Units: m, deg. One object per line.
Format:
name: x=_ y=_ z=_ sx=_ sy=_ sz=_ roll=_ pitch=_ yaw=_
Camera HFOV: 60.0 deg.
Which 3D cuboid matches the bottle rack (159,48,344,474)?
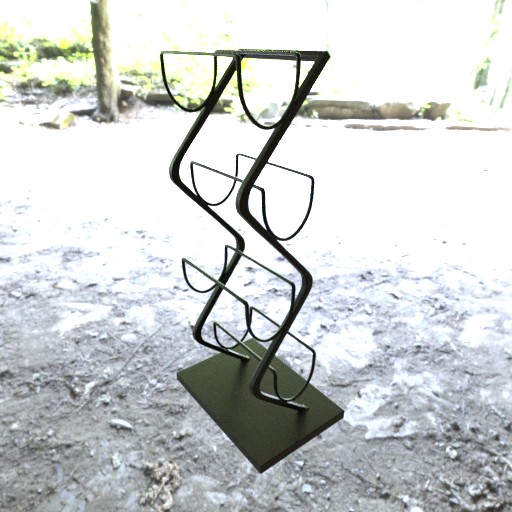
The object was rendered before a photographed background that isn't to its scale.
bottle rack: x=0.000 y=0.000 z=0.663 sx=0.178 sy=0.559 sz=0.254 roll=-19 pitch=32 yaw=-33
